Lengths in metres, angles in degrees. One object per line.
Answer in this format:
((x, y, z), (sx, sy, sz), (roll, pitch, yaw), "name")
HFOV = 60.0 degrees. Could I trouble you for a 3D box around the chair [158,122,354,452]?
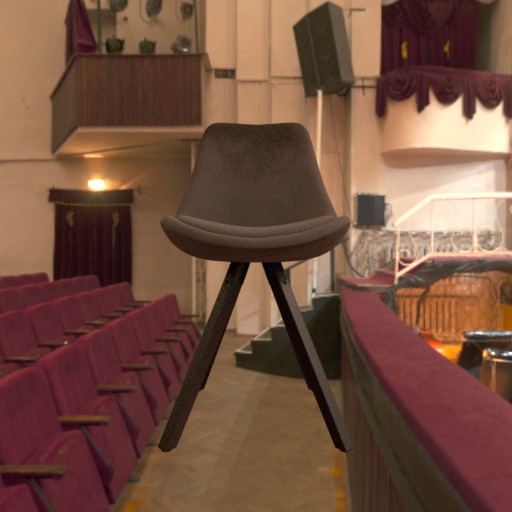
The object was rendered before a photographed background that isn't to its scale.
((0.000, 0.000, 1.183), (0.476, 0.850, 0.550), (0, 1, 0), "chair")
